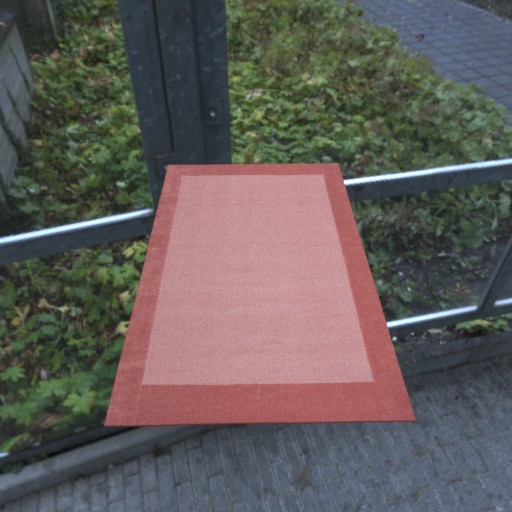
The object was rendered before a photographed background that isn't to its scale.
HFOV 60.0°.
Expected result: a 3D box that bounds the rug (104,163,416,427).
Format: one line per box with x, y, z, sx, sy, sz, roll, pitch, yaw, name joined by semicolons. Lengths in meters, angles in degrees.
0.000;0.000;3.062;1.524;0.014;2.438;-1;42;-1;rug
